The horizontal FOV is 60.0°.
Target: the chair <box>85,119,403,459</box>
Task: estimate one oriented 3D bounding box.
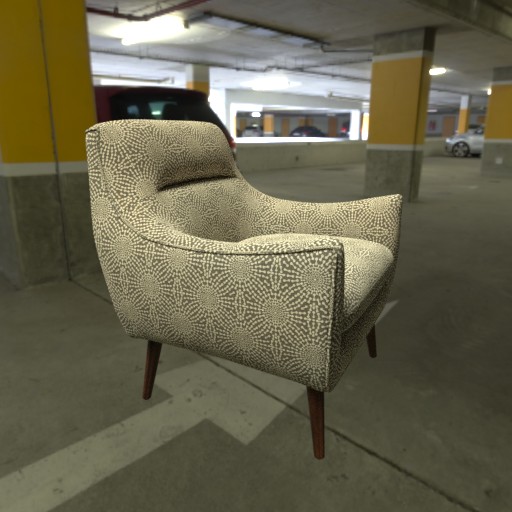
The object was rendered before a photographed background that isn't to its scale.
[{"bbox_3d":[0.000,0.000,1.422,0.787,0.838,0.762,8,18,26],"label":"chair"}]
